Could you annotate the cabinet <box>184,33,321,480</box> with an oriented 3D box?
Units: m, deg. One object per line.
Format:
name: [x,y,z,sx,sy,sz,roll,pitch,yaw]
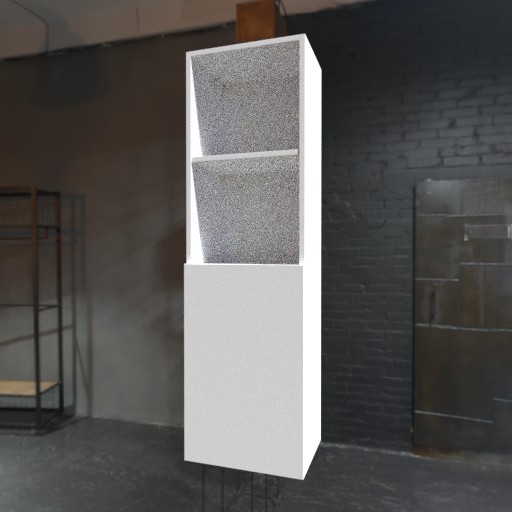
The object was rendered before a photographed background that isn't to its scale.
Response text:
cabinet: [0.000,0.000,1.537,0.400,1.350,0.300,0,1,18]
